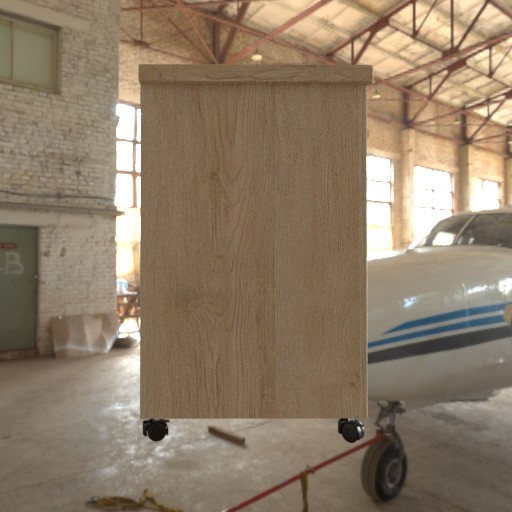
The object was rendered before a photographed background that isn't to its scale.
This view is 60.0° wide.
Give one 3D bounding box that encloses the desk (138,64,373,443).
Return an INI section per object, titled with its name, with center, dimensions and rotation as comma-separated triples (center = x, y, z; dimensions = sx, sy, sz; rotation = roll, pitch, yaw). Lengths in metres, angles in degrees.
[desk]
center = 0.000, 0.000, 1.335
dimensions = 0.480, 0.770, 0.885
rotation = 0, 0, 0
